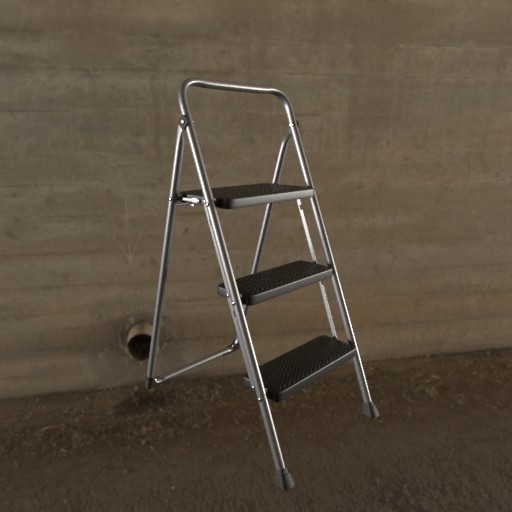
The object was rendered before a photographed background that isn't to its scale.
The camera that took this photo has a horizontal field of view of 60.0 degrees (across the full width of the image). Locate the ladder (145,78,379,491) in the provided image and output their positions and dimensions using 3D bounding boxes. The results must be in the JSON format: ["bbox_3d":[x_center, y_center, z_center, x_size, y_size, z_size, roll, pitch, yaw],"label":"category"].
[{"bbox_3d":[0.000,0.000,1.273,0.629,0.945,0.430,14,21,43],"label":"ladder"}]
